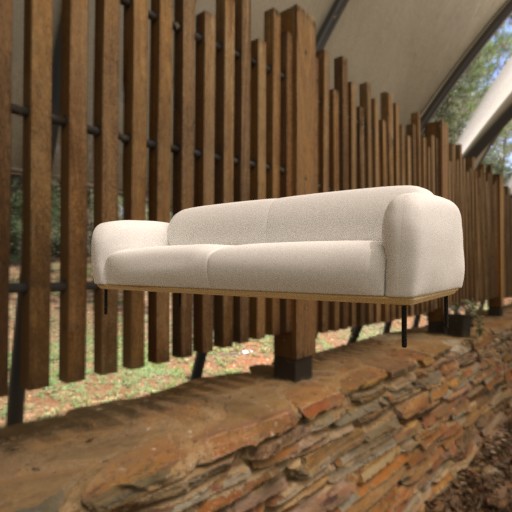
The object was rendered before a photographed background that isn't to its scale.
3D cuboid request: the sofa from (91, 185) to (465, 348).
[{"bbox_3d":[0.000,0.000,2.691,2.257,0.780,0.880,-1,-1,36],"label":"sofa"}]
